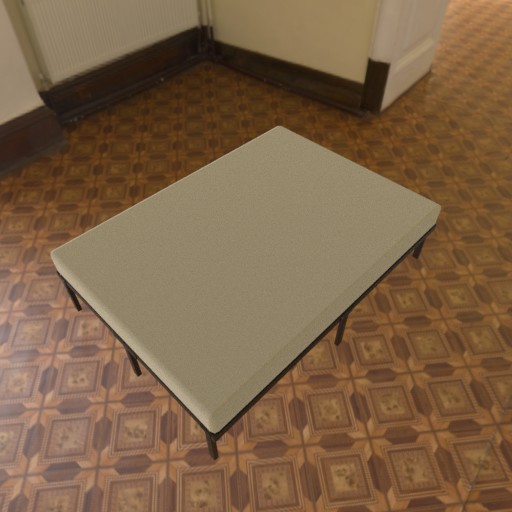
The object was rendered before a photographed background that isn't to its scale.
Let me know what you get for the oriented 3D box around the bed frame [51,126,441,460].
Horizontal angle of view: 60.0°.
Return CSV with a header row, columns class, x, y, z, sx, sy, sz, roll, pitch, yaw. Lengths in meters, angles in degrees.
class,x,y,z,sx,sy,sz,roll,pitch,yaw
bed frame,0.000,0.000,3.802,2.842,0.680,2.205,-30,53,-25
